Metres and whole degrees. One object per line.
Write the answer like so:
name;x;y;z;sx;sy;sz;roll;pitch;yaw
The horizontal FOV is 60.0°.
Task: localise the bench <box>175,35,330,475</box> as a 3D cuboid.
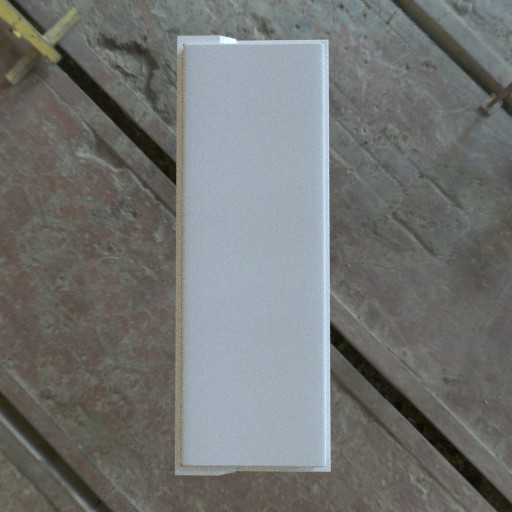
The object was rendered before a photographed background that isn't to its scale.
bench;0.000;0.000;1.262;0.346;0.589;0.987;0;88;1
